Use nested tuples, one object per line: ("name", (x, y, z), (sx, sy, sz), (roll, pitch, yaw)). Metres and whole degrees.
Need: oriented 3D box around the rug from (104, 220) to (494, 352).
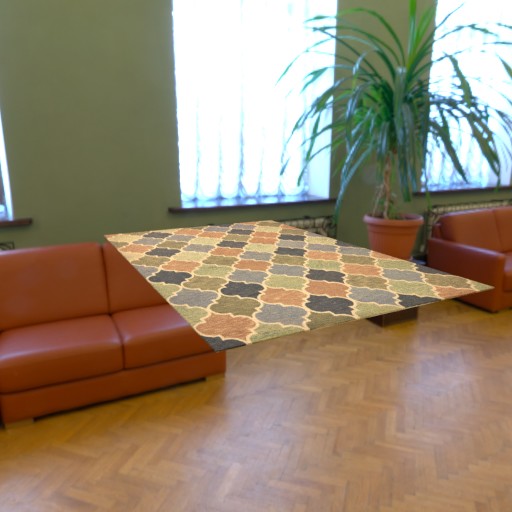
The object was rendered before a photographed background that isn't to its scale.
("rug", (0.000, 0.000, 2.302), (1.216, 0.006, 1.828), (-7, 16, -27))
